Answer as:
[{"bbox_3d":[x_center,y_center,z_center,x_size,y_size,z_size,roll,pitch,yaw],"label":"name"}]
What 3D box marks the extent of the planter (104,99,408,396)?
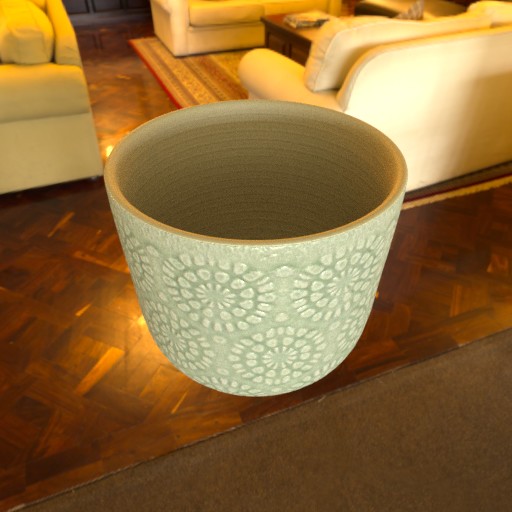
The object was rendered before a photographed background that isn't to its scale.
[{"bbox_3d":[0.000,0.000,0.302,0.169,0.153,0.169,0,40,0],"label":"planter"}]
